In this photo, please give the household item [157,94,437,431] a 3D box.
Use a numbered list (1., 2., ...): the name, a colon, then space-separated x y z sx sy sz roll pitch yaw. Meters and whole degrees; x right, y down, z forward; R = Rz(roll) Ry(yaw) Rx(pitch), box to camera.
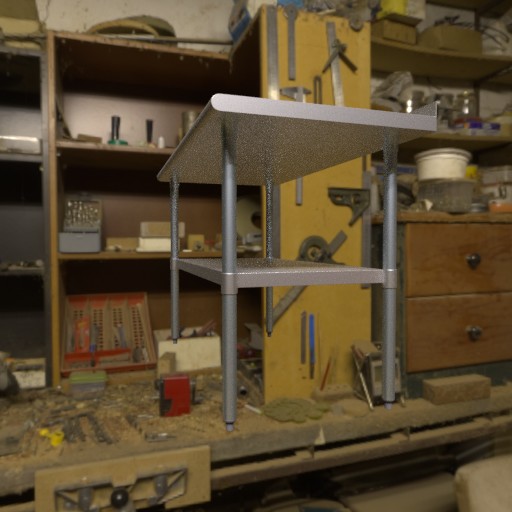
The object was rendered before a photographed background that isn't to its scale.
1. household item: 0.000 0.000 1.671 0.610 0.851 1.219 -1 2 -18
